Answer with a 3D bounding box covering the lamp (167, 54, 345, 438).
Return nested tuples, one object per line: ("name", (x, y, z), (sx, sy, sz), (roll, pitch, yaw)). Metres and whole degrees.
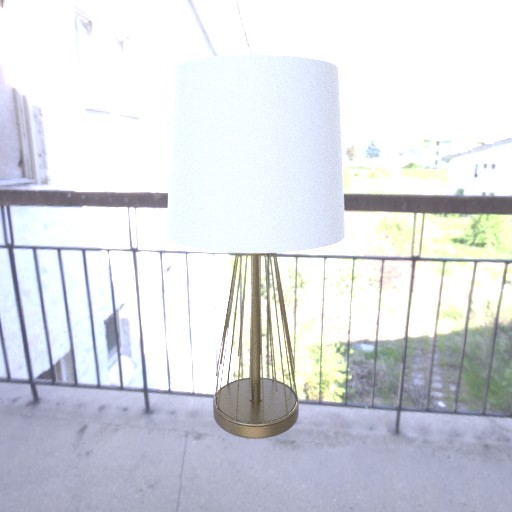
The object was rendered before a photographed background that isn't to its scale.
("lamp", (0.000, 0.000, 0.777), (0.303, 0.618, 0.303), (0, 14, 0))
